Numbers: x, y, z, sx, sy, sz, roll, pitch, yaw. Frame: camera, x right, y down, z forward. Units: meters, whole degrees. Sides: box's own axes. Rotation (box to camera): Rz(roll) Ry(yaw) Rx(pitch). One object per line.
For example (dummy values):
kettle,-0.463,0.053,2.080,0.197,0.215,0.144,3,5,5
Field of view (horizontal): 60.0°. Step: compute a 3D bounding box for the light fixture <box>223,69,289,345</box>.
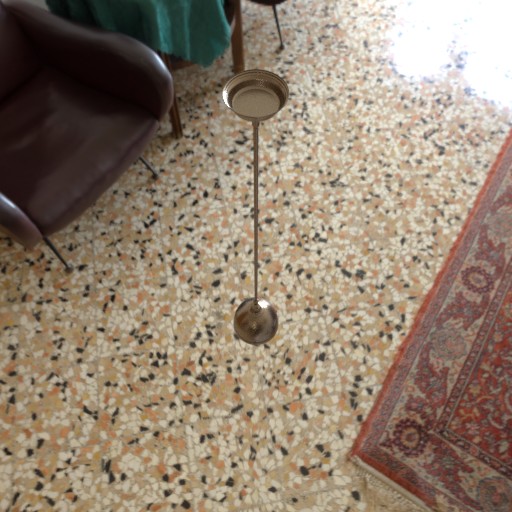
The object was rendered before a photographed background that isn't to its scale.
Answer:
light fixture,0.000,0.000,1.468,0.211,1.367,0.217,-2,62,-1
